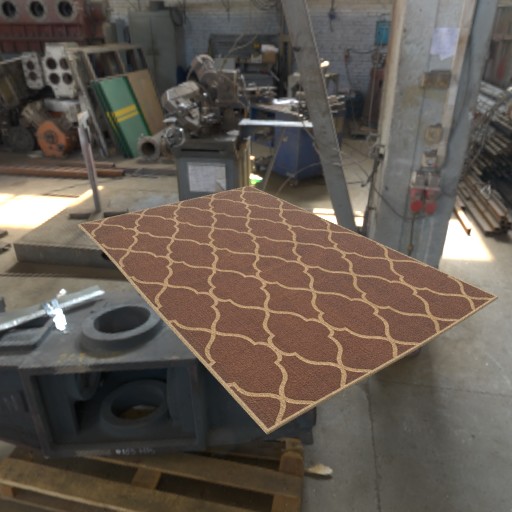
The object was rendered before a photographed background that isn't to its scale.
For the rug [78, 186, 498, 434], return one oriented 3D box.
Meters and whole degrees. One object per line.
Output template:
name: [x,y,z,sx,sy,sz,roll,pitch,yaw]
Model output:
rug: [0.000,0.000,2.759,1.526,0.014,2.290,-18,32,-31]
